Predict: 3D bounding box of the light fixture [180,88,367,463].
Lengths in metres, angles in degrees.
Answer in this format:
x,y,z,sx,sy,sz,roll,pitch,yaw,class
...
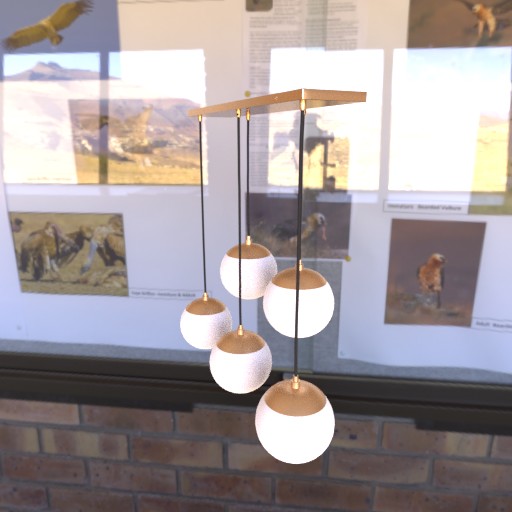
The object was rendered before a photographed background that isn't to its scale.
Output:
x,y,z,sx,sy,sz,roll,pitch,yaw,class
0.000,0.000,1.331,0.299,0.869,0.863,-7,16,-24,light fixture
